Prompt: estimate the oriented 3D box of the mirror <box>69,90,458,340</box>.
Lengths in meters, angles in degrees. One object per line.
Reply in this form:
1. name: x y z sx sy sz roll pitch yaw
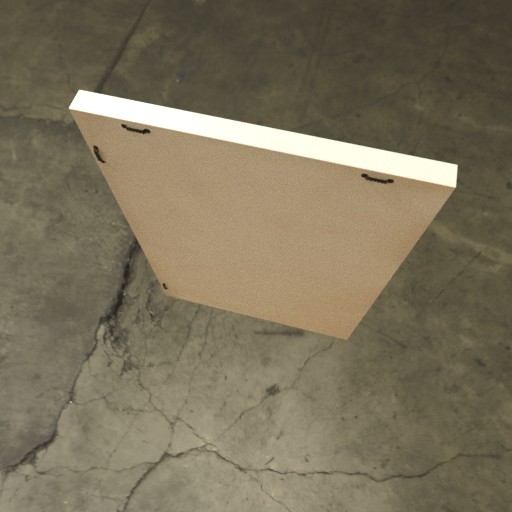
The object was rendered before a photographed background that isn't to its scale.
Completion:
1. mirror: 0.000 0.000 0.889 0.507 0.710 0.040 13 65 6
